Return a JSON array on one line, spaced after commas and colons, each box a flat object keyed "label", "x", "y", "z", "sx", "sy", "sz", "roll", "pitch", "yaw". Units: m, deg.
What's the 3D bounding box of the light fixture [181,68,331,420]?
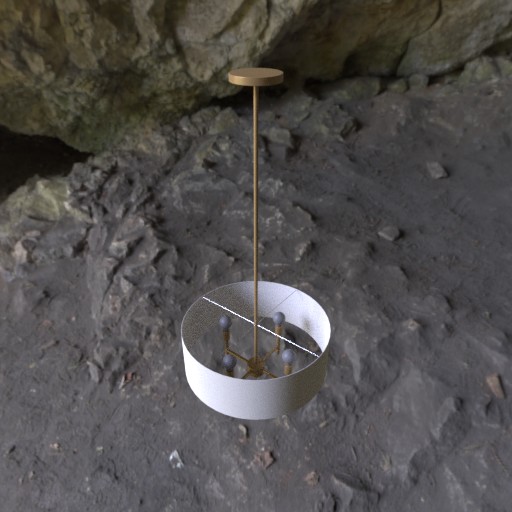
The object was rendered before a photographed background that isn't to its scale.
[{"label": "light fixture", "x": 0.000, "y": 0.000, "z": 1.375, "sx": 0.508, "sy": 1.067, "sz": 0.508, "roll": 0, "pitch": 32, "yaw": 0}]
